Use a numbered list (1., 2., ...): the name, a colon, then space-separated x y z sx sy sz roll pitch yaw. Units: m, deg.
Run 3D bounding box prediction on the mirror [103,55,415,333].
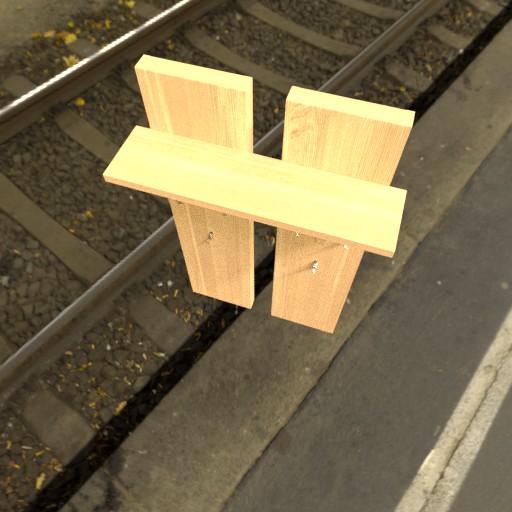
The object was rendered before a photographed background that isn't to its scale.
1. mirror: 0.000 0.000 1.570 0.800 1.250 0.260 16 59 10
